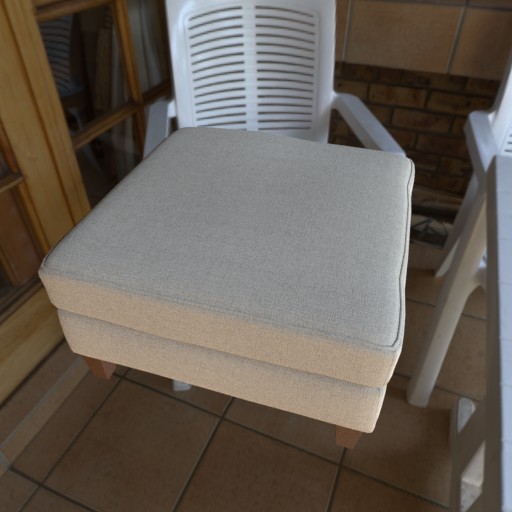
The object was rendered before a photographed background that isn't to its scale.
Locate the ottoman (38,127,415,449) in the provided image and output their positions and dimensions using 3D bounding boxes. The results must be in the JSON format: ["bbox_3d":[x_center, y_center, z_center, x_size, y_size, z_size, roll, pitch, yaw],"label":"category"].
[{"bbox_3d":[0.000,0.000,1.350,0.838,0.503,0.838,11,41,13],"label":"ottoman"}]
